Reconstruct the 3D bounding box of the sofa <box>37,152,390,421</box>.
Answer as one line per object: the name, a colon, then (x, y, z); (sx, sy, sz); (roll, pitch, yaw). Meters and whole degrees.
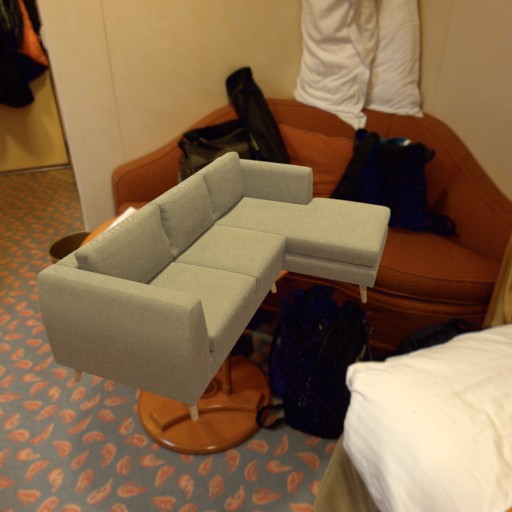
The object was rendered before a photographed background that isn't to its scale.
sofa: (0.000, 0.000, 3.066); (1.580, 0.860, 2.300); (10, 31, 18)
